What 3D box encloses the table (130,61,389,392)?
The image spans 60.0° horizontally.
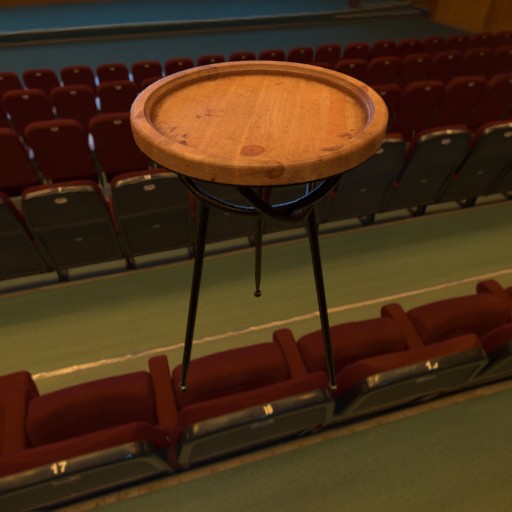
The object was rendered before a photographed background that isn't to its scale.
[{"bbox_3d":[0.000,0.000,0.933,0.418,0.664,0.414,-11,42,-13],"label":"table"}]
